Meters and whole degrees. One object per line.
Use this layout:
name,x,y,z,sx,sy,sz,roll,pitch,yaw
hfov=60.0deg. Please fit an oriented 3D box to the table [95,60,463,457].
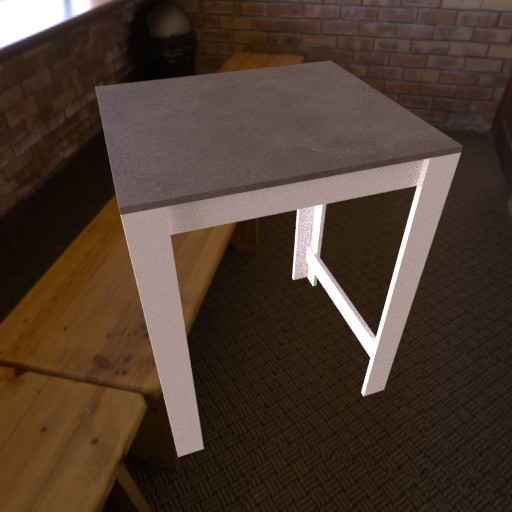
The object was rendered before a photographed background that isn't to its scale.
table,0.000,0.000,1.534,0.800,1.020,0.700,-13,42,-14
